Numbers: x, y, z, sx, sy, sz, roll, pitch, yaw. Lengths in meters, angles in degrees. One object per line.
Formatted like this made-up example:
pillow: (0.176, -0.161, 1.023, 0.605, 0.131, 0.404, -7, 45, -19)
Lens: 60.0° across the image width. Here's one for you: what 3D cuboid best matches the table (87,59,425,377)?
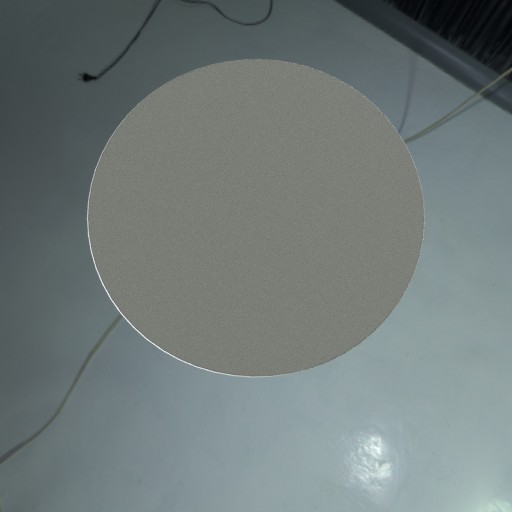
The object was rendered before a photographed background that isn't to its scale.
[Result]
table: (0.000, 0.000, 0.810, 0.418, 0.532, 0.418, 33, 78, 8)
